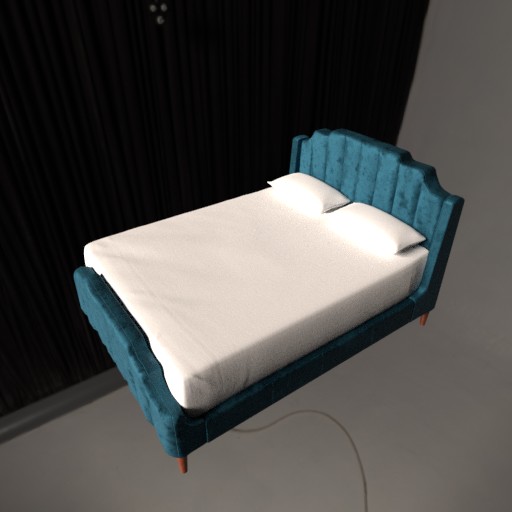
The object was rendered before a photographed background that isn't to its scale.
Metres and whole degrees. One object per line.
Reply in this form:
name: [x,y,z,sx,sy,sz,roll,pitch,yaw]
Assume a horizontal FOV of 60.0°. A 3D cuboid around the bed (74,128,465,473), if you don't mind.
bed: [0.000,0.000,3.272,2.322,1.338,1.678,-21,39,-29]
